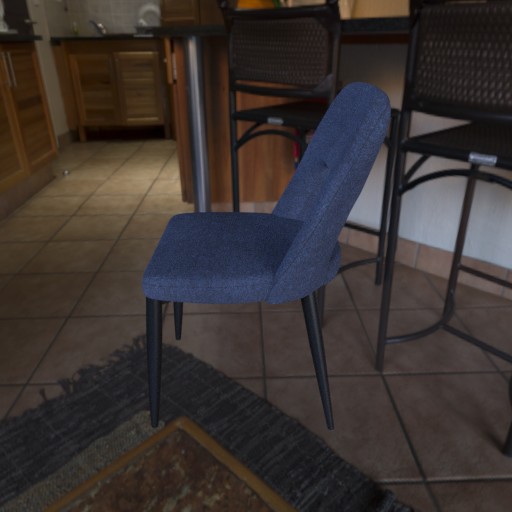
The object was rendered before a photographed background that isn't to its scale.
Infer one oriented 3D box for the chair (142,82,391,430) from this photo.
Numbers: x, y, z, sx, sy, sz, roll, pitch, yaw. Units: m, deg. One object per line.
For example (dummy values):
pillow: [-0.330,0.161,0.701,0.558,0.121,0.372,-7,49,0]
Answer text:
chair: [0.000,0.000,1.284,0.612,0.931,0.470,0,27,1]
